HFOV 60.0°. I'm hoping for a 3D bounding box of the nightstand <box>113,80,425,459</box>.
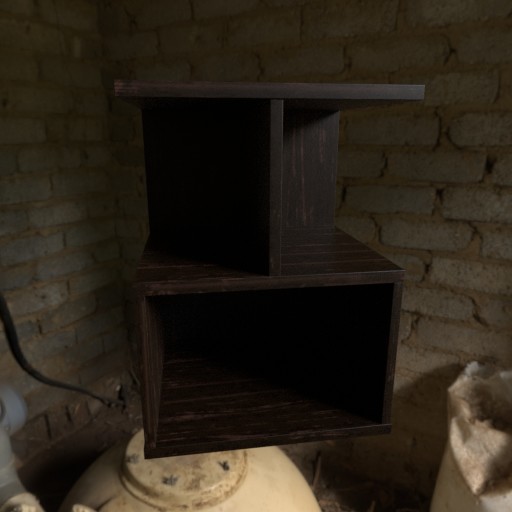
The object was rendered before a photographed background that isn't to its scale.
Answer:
[{"bbox_3d":[0.000,0.000,0.804,0.400,0.559,0.356,-2,16,-8],"label":"nightstand"}]
